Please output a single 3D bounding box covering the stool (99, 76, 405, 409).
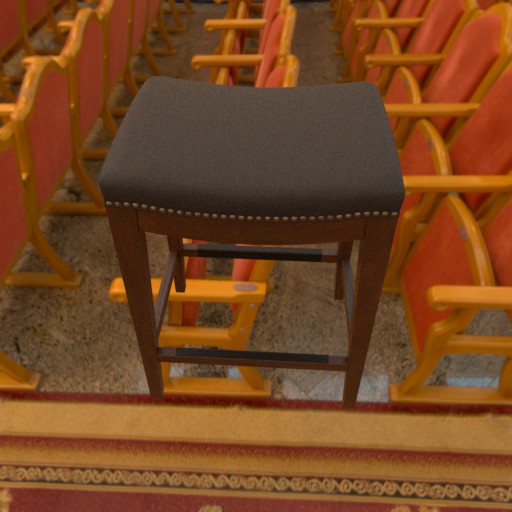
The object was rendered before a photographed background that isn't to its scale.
[{"bbox_3d":[0.000,0.000,0.949,0.490,0.664,0.353,2,46,2],"label":"stool"}]
